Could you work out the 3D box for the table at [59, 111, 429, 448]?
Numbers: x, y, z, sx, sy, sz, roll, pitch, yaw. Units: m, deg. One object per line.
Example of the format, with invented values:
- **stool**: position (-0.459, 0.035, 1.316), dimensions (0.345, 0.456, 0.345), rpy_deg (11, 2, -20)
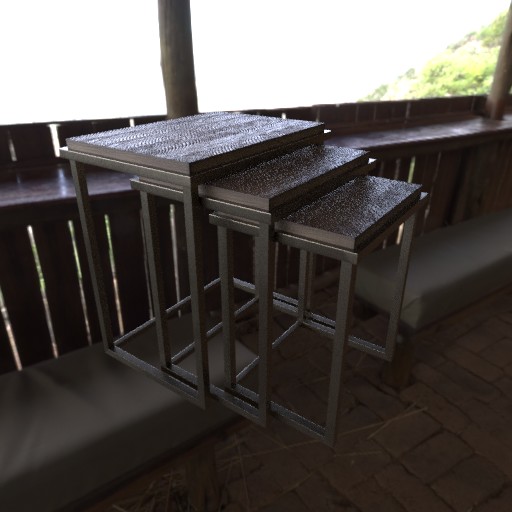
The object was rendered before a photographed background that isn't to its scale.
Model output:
- **table**: position (0.000, 0.000, 1.155), dimensions (0.706, 0.610, 0.559), rpy_deg (17, 31, 31)
